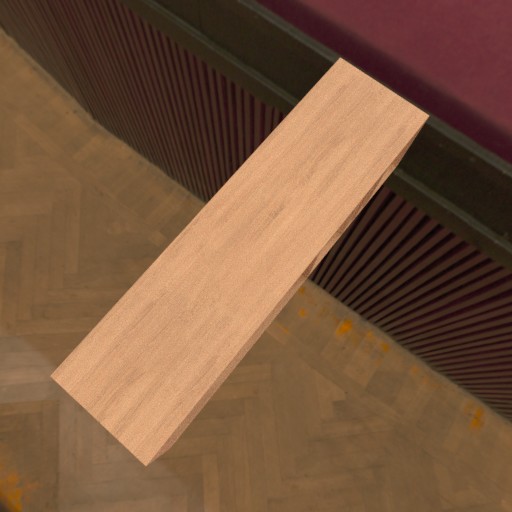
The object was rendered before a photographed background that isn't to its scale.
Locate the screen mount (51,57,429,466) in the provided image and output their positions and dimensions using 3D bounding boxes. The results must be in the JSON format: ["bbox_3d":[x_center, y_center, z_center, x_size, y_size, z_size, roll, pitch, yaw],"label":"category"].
[{"bbox_3d":[0.000,0.000,1.724,0.400,0.510,1.500,38,77,10],"label":"screen mount"}]
